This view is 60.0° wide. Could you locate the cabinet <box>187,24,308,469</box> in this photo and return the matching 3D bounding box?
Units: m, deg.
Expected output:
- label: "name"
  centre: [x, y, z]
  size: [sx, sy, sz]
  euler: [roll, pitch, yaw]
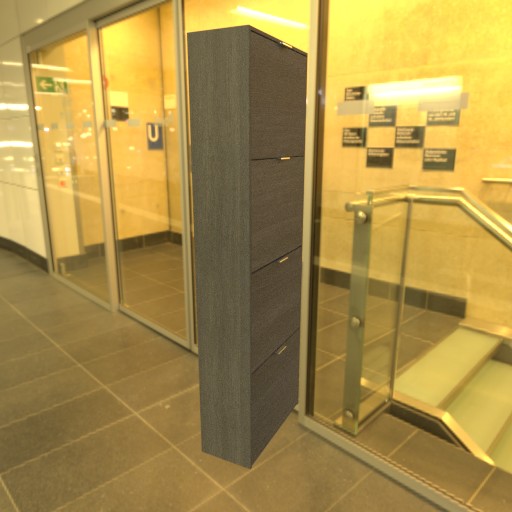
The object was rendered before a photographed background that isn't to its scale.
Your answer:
- label: "cabinet"
  centre: [0.000, 0.000, 1.851]
  size: [0.255, 1.630, 0.520]
  euler: [7, 16, 26]
